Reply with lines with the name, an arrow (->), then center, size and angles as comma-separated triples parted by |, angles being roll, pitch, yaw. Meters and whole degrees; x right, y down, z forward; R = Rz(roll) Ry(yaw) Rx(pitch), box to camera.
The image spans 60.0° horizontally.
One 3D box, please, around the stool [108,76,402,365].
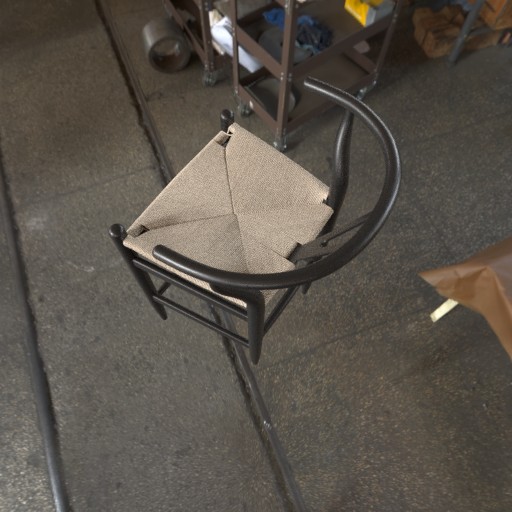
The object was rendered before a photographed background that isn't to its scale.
stool -> 0.000, 0.000, 1.319 | 0.579, 0.970, 0.569 | 32, 68, 15
